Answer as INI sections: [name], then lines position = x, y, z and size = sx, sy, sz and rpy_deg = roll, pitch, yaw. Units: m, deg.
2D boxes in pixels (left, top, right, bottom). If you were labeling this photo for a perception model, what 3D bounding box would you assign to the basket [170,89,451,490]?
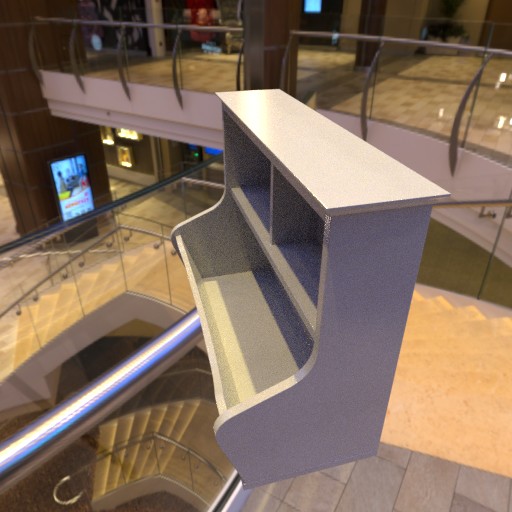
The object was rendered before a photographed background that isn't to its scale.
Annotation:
[basket]
position = 0.000, 0.000, 1.054
size = 0.350, 0.600, 0.780
rpy_deg = -8, 32, -13
